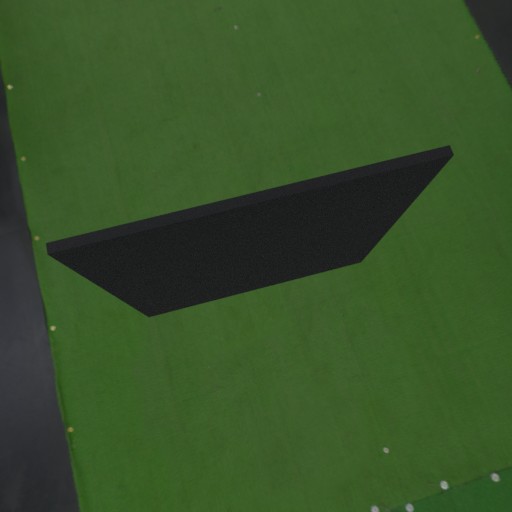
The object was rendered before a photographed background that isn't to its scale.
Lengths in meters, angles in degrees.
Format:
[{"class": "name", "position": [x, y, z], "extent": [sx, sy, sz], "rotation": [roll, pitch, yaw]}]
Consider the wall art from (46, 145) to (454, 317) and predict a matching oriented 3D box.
[{"class": "wall art", "position": [0.000, 0.000, 0.702], "extent": [0.456, 0.458, 0.013], "rotation": [-14, 74, -4]}]
